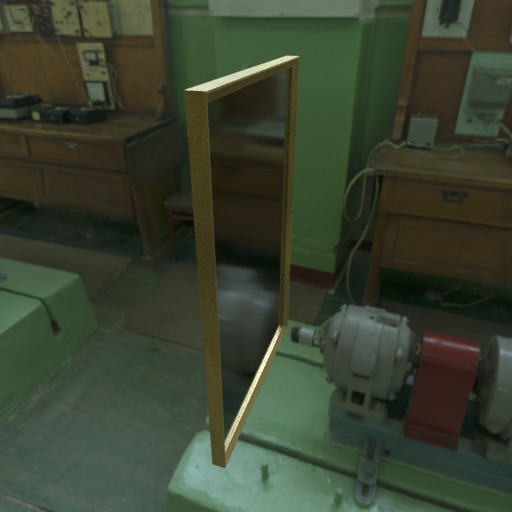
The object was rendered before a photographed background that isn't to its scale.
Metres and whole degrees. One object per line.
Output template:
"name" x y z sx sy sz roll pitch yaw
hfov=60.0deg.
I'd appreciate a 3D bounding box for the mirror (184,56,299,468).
"mirror" 0.000 0.000 1.167 0.041 0.915 0.609 9 31 16
